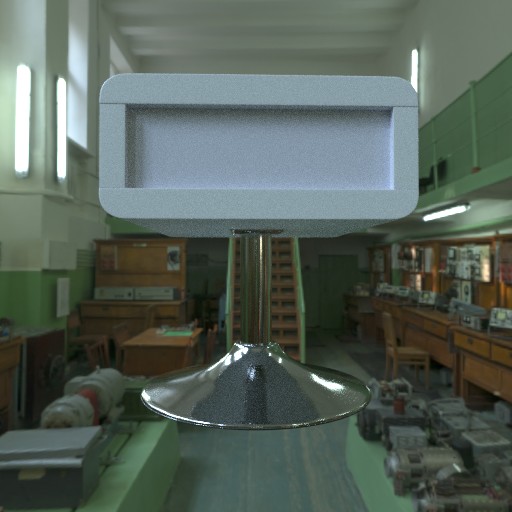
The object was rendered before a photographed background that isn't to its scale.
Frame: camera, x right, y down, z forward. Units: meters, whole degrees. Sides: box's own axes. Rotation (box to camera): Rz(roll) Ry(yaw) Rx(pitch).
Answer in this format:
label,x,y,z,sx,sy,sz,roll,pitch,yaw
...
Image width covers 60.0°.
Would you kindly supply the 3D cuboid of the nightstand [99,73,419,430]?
label,x,y,z,sx,sy,sz,roll,pitch,yaw
nightstand,0.000,0.000,0.752,0.399,0.447,0.404,0,-1,-2
